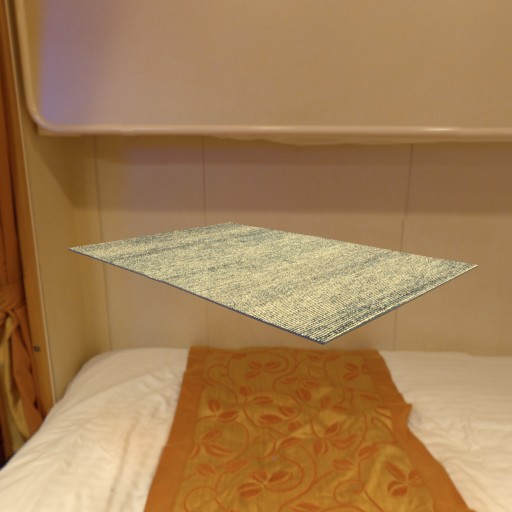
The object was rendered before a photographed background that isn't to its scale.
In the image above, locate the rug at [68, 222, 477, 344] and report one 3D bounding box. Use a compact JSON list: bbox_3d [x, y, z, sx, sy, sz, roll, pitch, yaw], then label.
[{"bbox_3d":[0.000,0.000,3.043,1.624,0.030,2.349,-13,19,-43],"label":"rug"}]
